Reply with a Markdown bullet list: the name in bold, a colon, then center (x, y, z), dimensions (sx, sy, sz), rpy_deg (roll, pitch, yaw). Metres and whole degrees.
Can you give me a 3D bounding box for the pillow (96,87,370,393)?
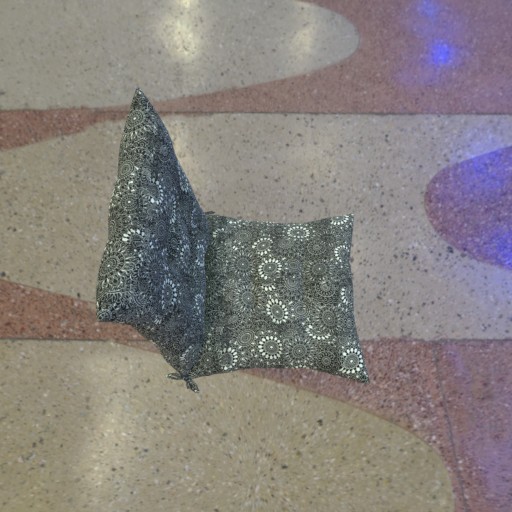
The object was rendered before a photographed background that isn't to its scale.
- **pillow**: center (0.000, 0.000, 1.036), dimensions (0.585, 0.536, 0.541), rpy_deg (1, 63, 0)
